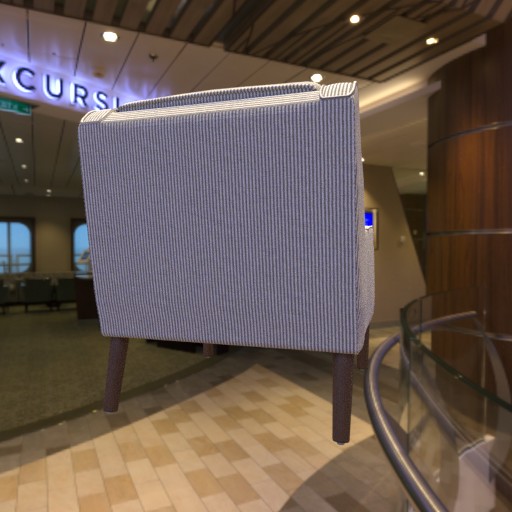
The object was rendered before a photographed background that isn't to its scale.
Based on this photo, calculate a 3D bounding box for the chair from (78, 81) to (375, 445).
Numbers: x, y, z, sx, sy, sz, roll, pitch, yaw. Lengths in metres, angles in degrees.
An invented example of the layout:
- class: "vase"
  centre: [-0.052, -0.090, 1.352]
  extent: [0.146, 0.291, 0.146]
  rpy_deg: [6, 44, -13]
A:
- class: "chair"
  centre: [0.000, 0.000, 1.306]
  extent: [0.663, 0.792, 0.743]
  rpy_deg: [0, 1, 18]
